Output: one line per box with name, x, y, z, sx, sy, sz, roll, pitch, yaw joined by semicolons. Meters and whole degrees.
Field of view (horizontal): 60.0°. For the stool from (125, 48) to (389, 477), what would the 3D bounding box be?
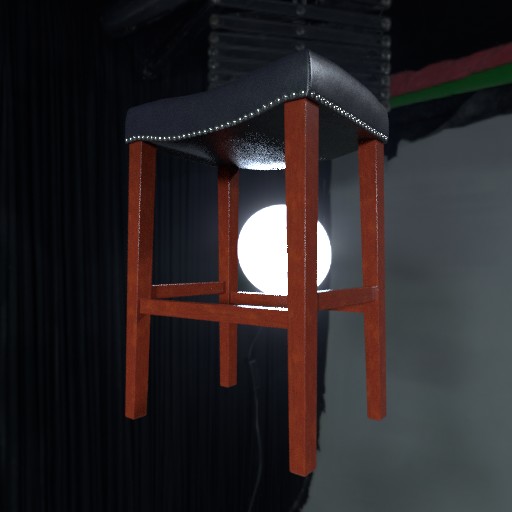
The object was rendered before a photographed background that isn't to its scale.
stool;0.000;0.000;1.026;0.504;0.742;0.372;-1;-1;37
